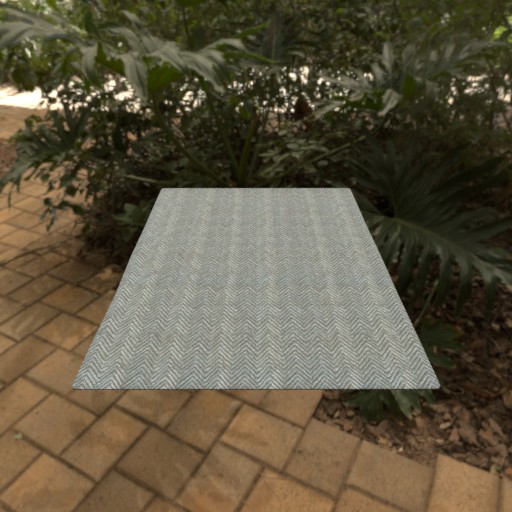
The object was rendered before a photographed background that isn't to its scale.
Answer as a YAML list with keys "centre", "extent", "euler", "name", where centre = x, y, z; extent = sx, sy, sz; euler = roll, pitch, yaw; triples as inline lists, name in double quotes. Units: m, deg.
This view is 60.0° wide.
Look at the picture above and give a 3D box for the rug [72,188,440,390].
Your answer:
- centre: [0.000, 0.000, 5.139]
  extent: [2.894, 0.011, 3.957]
  euler: [0, 32, 0]
  name: "rug"
